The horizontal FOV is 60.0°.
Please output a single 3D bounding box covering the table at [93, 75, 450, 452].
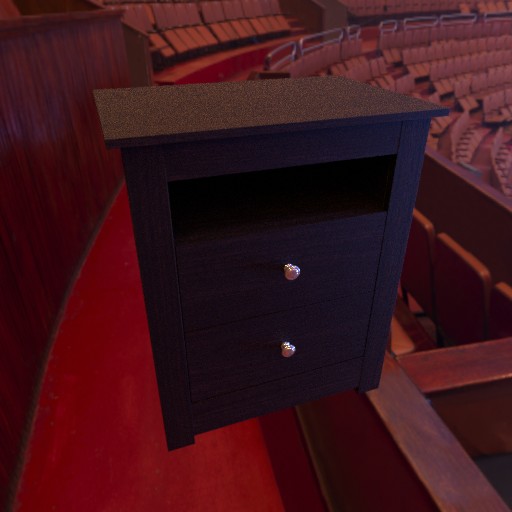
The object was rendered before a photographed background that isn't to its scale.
[{"bbox_3d":[0.000,0.000,1.043,0.591,0.711,0.406,-10,32,-17],"label":"table"}]
